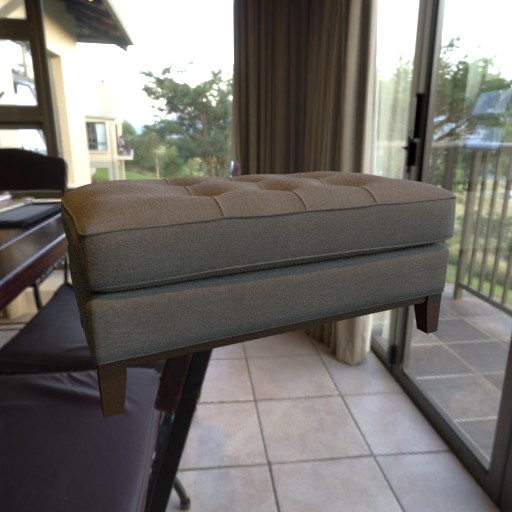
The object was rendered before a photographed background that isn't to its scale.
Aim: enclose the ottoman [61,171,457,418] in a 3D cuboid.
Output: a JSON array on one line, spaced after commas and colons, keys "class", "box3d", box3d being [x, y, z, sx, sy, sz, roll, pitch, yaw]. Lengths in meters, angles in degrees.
[{"class": "ottoman", "box3d": [0.000, 0.000, 1.473, 1.143, 0.514, 0.648, -8, 18, -25]}]
